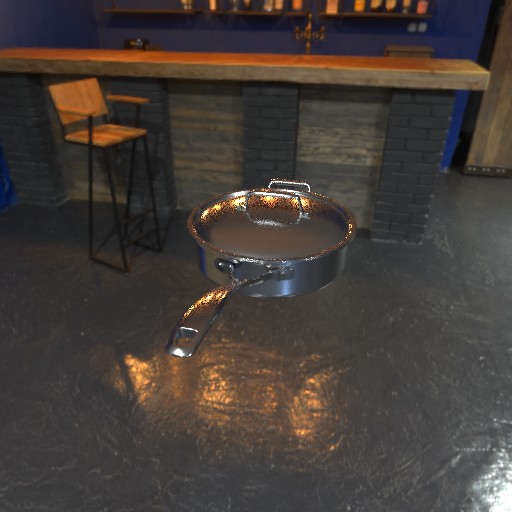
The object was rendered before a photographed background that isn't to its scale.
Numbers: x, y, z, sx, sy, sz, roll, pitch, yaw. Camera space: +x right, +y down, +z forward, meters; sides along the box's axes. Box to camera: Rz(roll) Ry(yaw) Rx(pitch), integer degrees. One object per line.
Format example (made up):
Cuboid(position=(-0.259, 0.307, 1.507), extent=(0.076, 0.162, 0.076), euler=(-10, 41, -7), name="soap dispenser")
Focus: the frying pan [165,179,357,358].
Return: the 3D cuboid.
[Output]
Cuboid(position=(0.000, 0.000, 0.580), extent=(0.245, 0.111, 0.492), euler=(8, 31, 13), name="frying pan")
